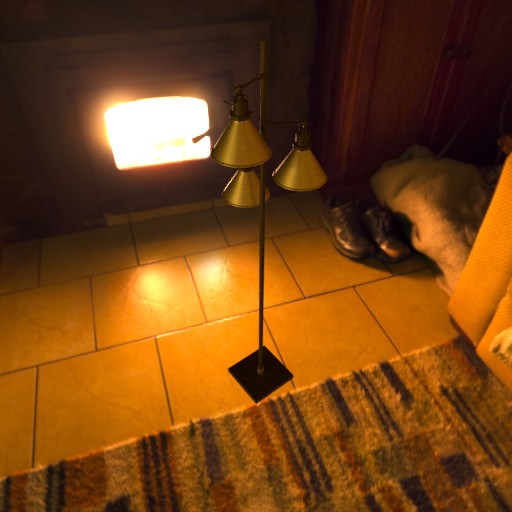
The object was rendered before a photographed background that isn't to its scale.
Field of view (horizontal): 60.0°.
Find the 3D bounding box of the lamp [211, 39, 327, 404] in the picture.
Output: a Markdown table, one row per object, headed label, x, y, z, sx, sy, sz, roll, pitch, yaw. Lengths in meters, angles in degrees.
| label | x | y | z | sx | sy | sz | roll | pitch | yaw |
| --- | --- | --- | --- | --- | --- | --- | --- | --- | --- |
| lamp | 0.000 | 0.000 | 1.879 | 0.428 | 1.716 | 0.415 | -27 | 48 | -28 |
